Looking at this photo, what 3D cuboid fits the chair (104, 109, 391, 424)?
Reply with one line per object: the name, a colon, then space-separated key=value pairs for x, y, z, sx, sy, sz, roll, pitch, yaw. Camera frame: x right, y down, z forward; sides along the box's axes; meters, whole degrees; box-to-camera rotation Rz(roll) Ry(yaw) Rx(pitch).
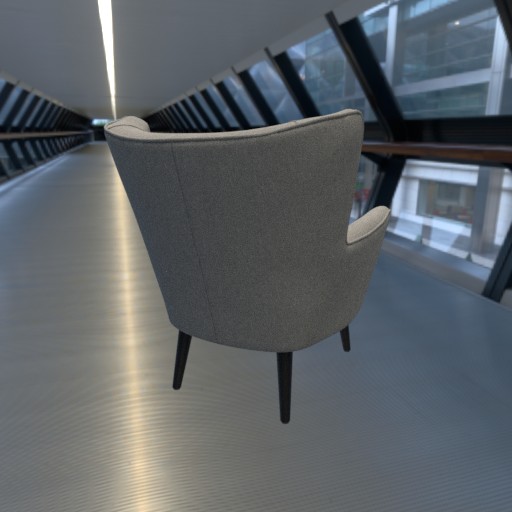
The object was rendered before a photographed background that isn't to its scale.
chair: x=0.000 y=0.000 z=1.546 sx=0.781 sy=0.933 sz=0.888 roll=7 pitch=16 yaw=27
